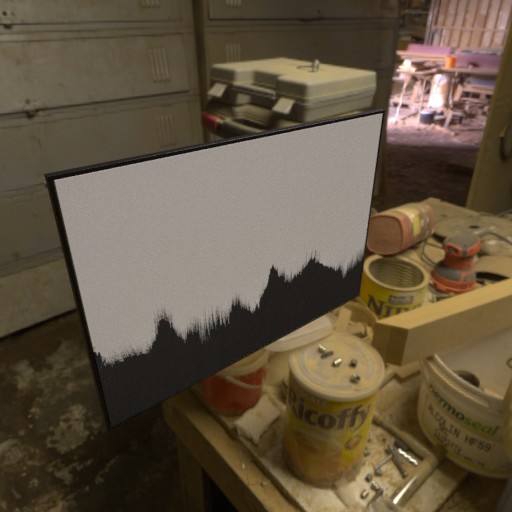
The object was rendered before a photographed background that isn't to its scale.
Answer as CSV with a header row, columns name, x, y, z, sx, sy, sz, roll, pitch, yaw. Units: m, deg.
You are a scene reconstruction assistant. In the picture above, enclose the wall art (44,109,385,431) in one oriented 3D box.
name,x,y,z,sx,sy,sz,roll,pitch,yaw
wall art,0.000,0.000,1.210,0.957,0.660,0.019,-21,35,-33
